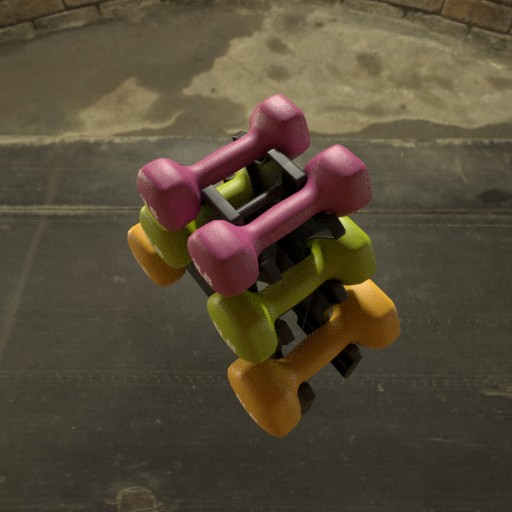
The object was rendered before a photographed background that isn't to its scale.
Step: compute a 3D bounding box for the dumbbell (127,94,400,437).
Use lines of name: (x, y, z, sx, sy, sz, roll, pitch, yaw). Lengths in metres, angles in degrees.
dumbbell: (0.000, 0.000, 0.465, 0.190, 0.271, 0.300, -34, 65, -18)
